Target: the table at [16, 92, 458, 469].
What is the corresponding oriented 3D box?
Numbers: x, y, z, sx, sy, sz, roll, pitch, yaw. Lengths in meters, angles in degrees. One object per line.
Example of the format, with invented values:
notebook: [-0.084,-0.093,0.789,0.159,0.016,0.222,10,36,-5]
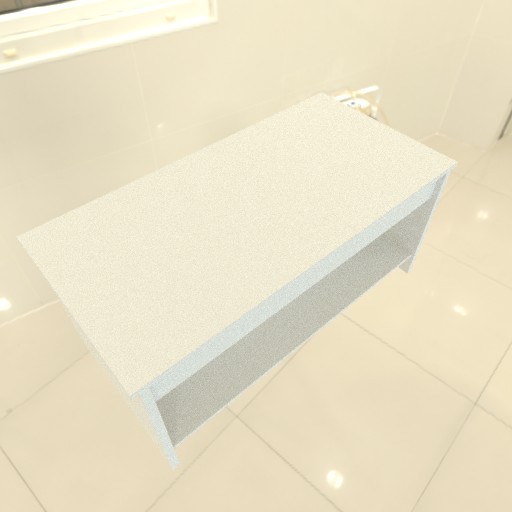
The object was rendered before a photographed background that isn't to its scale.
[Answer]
table: [0.000,0.000,1.257,1.000,0.441,0.500,-33,56,-26]
